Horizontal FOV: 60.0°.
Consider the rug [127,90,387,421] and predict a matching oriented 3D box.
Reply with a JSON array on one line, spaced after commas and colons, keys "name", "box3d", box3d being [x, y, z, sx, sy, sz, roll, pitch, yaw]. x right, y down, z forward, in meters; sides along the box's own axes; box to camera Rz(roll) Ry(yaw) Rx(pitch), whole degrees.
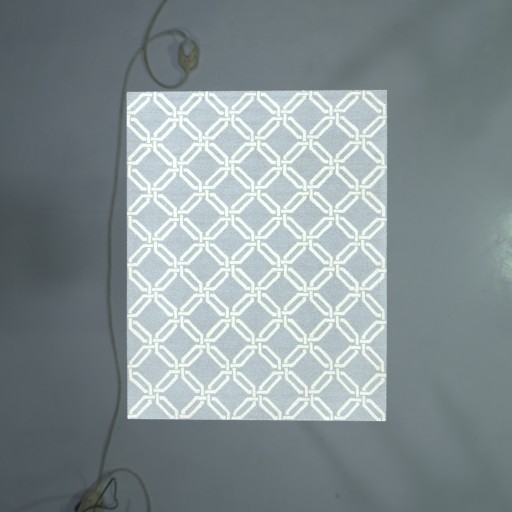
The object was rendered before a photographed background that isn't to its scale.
[{"name": "rug", "box3d": [0.000, 0.000, 3.903, 2.288, 0.018, 2.895, 0, 91, 1]}]
